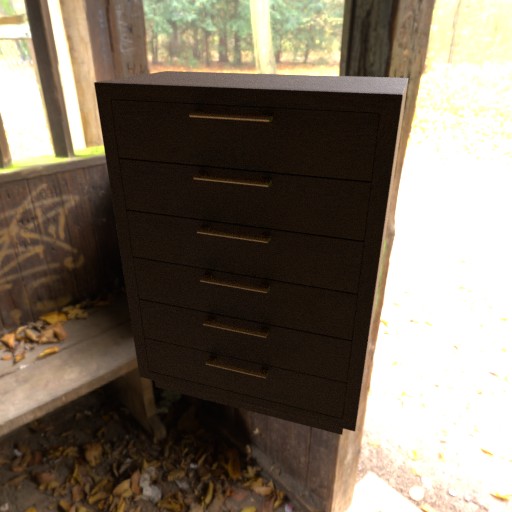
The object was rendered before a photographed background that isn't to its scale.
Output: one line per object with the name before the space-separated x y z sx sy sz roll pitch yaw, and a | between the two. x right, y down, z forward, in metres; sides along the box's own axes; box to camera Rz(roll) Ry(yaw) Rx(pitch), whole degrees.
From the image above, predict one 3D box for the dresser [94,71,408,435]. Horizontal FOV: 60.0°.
dresser | 0.000 0.000 1.787 0.964 1.320 0.516 9 28 17
